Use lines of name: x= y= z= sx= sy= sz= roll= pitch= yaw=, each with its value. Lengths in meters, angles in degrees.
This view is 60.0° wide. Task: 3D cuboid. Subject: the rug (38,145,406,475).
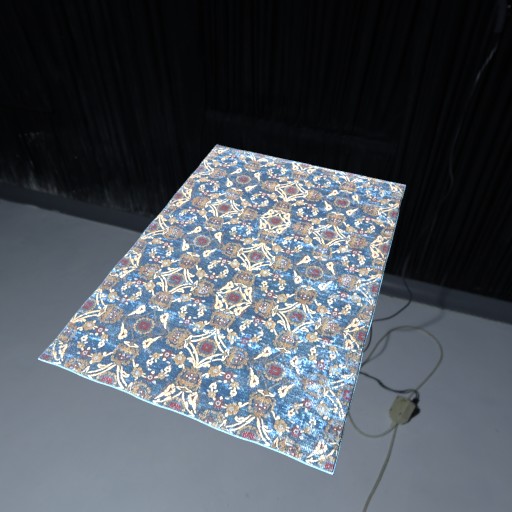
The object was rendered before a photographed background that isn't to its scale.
rug: x=0.000 y=0.000 z=2.815 sx=1.567 sy=0.014 sz=2.207 roll=15 pitch=48 yaw=15
